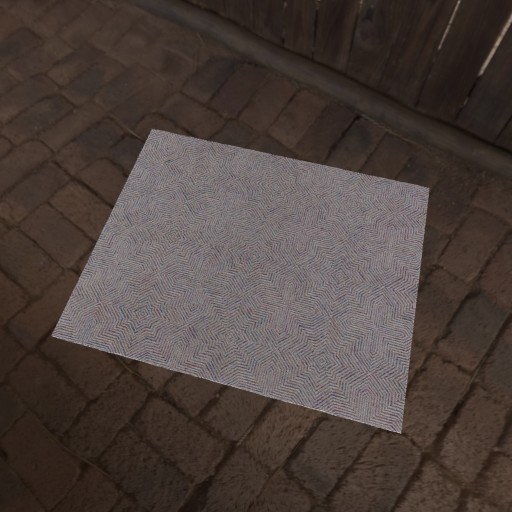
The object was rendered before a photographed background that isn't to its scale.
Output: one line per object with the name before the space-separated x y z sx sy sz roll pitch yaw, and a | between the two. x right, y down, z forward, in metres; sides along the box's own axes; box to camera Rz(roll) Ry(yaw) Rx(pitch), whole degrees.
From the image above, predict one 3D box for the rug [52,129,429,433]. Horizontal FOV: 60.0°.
rug | 0.000 0.000 4.222 3.046 0.008 2.442 14 64 7
